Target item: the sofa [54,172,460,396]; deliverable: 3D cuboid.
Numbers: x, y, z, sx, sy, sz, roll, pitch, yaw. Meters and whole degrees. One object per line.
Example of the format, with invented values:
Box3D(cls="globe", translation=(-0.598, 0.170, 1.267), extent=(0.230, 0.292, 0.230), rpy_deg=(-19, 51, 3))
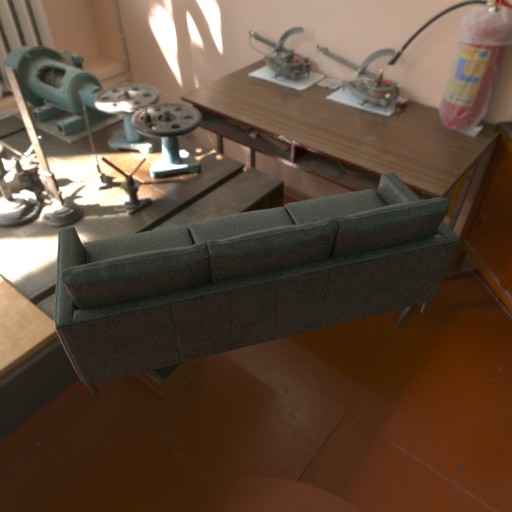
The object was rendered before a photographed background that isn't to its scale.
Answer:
Box3D(cls="sofa", translation=(0.000, 0.000, 2.456), extent=(2.029, 0.805, 0.748), rpy_deg=(-11, 43, -12))
